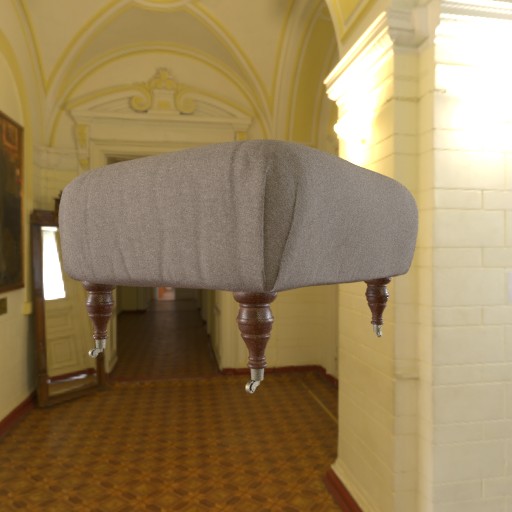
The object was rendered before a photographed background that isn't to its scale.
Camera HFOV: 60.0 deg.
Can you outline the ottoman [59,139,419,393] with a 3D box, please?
[{"bbox_3d":[0.000,0.000,1.102,0.622,0.450,0.747,0,0,36],"label":"ottoman"}]
